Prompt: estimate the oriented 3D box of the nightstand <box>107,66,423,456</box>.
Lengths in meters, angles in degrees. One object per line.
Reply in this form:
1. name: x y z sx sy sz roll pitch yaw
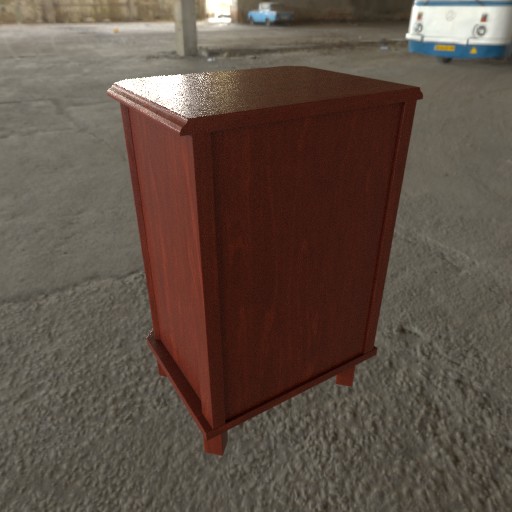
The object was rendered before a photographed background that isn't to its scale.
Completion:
1. nightstand: 0.000 0.000 0.926 0.435 0.681 0.351 -17 34 -27
